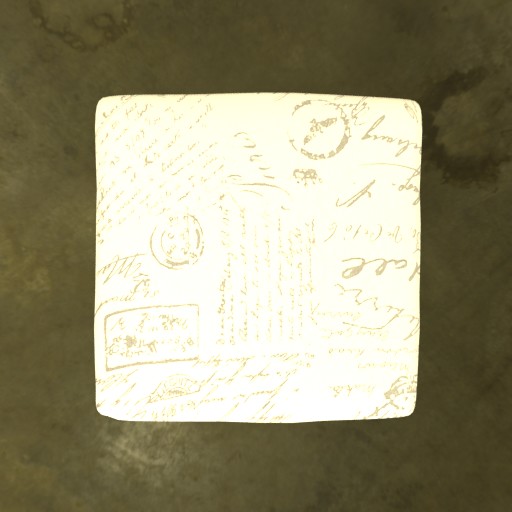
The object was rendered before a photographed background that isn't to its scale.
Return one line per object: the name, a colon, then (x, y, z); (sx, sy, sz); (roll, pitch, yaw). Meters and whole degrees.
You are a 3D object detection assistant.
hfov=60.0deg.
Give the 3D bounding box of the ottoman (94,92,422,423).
ottoman: (0.000, 0.000, 0.799); (0.449, 0.457, 0.450); (0, 91, -1)
